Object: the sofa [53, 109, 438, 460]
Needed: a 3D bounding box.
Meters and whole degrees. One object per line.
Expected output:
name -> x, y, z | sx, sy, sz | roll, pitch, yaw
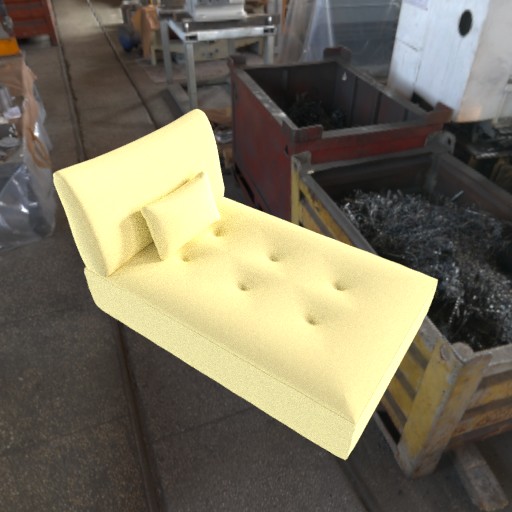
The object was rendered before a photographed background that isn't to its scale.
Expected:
sofa -> 0.000, 0.000, 2.032 | 1.450, 0.820, 0.930 | 24, 45, 26
